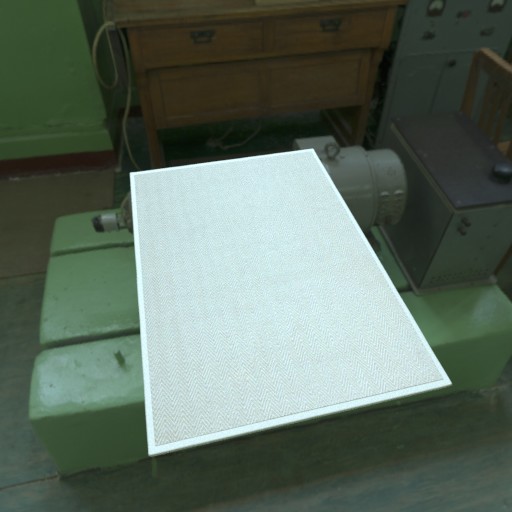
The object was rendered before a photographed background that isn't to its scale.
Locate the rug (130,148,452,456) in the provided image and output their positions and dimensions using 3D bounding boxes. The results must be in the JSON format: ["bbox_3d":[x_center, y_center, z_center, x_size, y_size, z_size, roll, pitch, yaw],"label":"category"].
[{"bbox_3d":[0.000,0.000,2.888,1.532,0.017,2.244,-10,47,-9],"label":"rug"}]
